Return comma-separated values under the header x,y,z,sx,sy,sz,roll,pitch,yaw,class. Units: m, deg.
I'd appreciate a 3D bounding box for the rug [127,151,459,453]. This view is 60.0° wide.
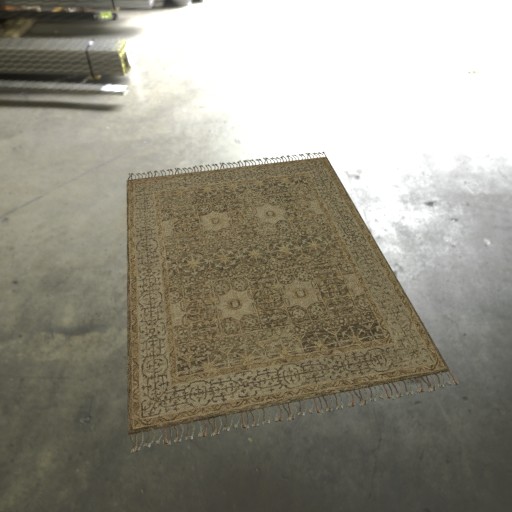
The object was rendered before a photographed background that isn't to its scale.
x,y,z,sx,sy,sz,roll,pitch,yaw,class
0.000,0.000,4.265,2.431,0.017,3.291,-8,46,-8,rug
